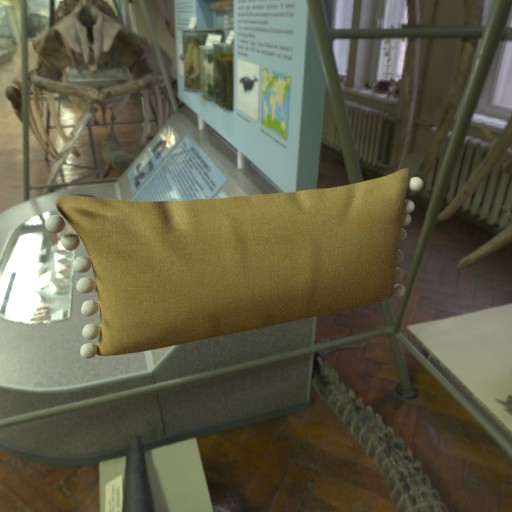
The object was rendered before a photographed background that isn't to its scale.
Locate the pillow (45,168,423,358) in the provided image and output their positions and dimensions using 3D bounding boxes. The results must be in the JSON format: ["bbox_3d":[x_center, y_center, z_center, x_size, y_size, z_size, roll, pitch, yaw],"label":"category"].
[{"bbox_3d":[0.000,0.000,0.864,0.709,0.322,0.201,-9,29,-16],"label":"pillow"}]
